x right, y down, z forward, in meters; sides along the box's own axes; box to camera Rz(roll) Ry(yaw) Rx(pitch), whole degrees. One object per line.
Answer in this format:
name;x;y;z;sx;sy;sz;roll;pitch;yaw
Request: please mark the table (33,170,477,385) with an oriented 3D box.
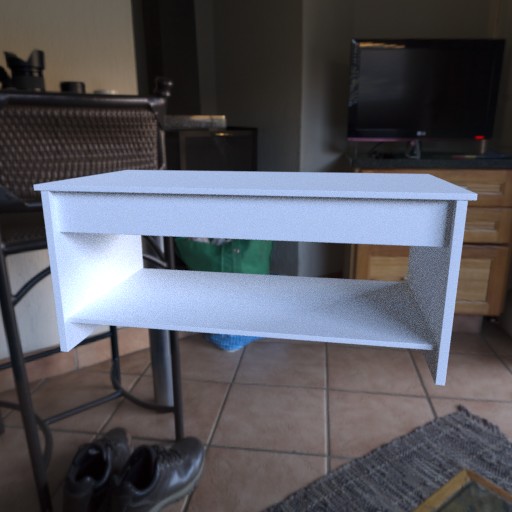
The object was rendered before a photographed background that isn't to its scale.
table;0.000;0.000;1.277;1.000;0.441;0.500;3;15;10
